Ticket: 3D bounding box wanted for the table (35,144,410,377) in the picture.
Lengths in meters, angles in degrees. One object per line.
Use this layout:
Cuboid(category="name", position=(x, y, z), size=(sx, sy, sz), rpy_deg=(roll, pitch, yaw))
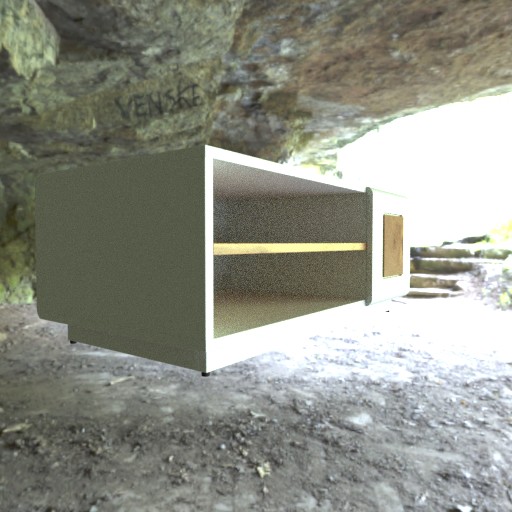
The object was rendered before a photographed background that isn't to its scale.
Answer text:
Cuboid(category="table", position=(0.000, 0.000, 1.422), size=(0.639, 0.442, 1.097), rpy_deg=(1, 2, 37))
